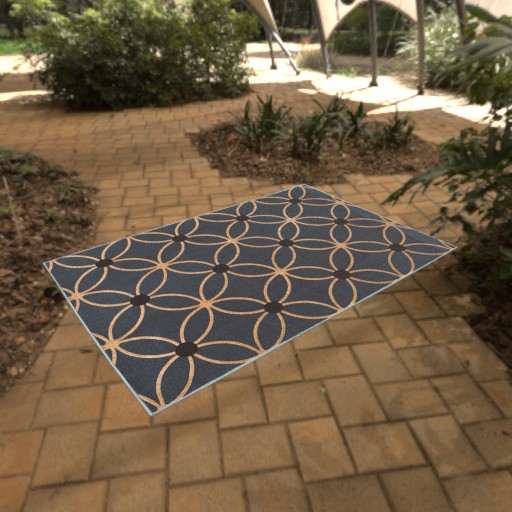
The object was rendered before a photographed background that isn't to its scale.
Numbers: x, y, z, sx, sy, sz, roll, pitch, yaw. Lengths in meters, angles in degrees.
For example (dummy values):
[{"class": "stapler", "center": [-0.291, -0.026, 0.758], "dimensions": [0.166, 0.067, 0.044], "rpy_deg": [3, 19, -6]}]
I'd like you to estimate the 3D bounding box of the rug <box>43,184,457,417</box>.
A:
[{"class": "rug", "center": [0.000, 0.000, 2.900], "dimensions": [2.284, 0.008, 1.522], "rpy_deg": [-21, 36, -32]}]
